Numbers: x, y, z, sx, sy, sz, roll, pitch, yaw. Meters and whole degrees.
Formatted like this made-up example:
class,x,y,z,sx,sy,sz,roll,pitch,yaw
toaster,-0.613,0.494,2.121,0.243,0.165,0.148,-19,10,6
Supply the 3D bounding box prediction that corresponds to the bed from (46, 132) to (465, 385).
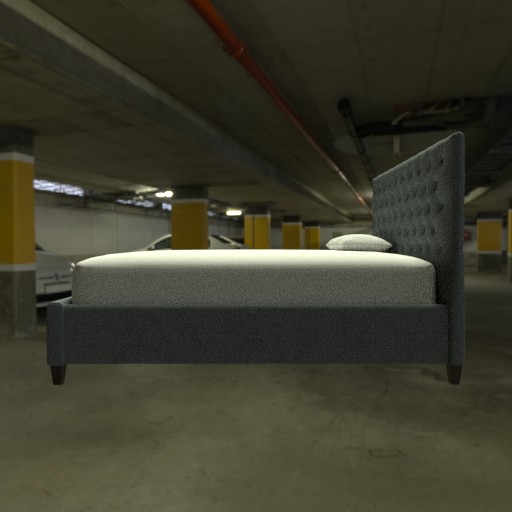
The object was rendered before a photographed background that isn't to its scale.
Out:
class,x,y,z,sx,sy,sz,roll,pitch,yaw
bed,0.000,0.000,3.285,2.335,1.411,1.698,0,1,0
